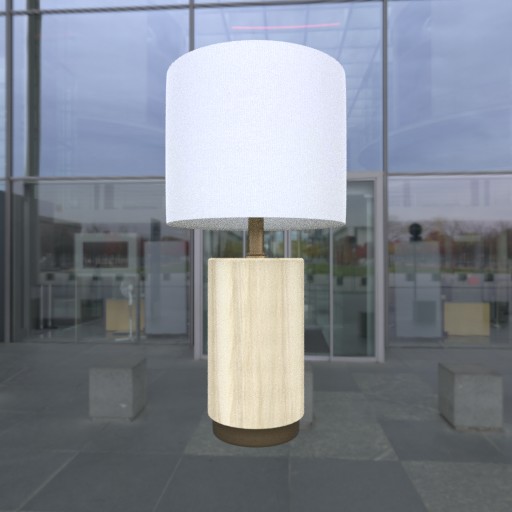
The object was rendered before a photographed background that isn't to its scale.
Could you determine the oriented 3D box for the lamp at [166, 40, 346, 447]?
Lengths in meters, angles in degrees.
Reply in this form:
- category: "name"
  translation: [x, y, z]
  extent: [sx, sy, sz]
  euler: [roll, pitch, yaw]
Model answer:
- category: "lamp"
  translation: [0.000, 0.000, 0.569]
  extent: [0.228, 0.444, 0.228]
  euler: [0, 0, 19]
